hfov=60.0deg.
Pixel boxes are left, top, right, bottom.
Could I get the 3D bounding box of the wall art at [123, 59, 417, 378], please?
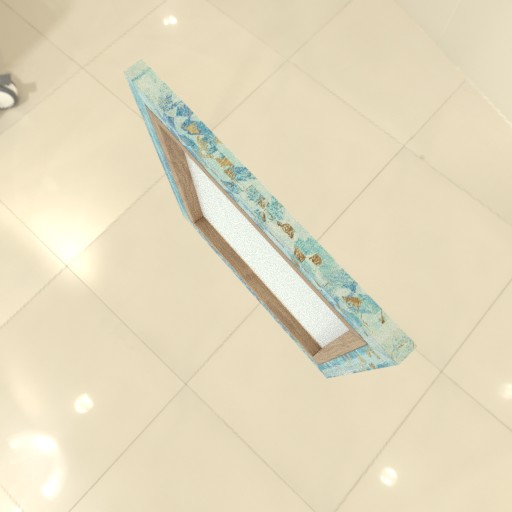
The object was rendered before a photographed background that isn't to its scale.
[{"bbox_3d":[0.000,0.000,0.940,0.040,0.609,0.609,-40,77,-11],"label":"wall art"}]
